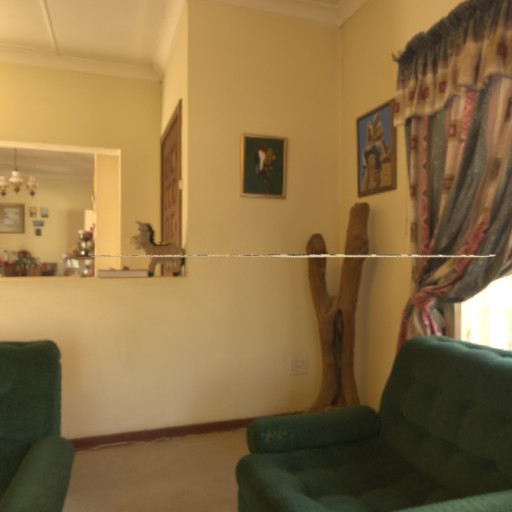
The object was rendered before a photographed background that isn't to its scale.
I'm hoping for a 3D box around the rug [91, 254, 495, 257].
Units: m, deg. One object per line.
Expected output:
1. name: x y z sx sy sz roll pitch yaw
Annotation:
1. rug: 0.000 0.000 2.091 1.072 0.013 1.698 0 0 -35
